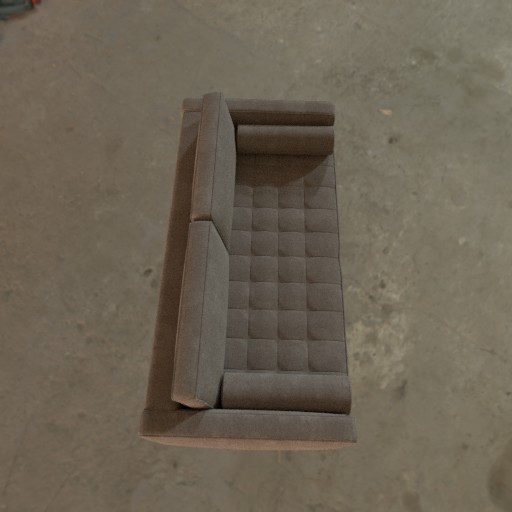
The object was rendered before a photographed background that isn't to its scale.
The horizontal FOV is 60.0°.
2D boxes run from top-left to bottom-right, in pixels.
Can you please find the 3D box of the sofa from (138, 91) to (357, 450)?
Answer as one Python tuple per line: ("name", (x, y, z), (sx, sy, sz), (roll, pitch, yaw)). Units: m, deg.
("sofa", (0.000, 0.000, 2.350), (0.920, 0.769, 1.883), (1, 64, 1))
